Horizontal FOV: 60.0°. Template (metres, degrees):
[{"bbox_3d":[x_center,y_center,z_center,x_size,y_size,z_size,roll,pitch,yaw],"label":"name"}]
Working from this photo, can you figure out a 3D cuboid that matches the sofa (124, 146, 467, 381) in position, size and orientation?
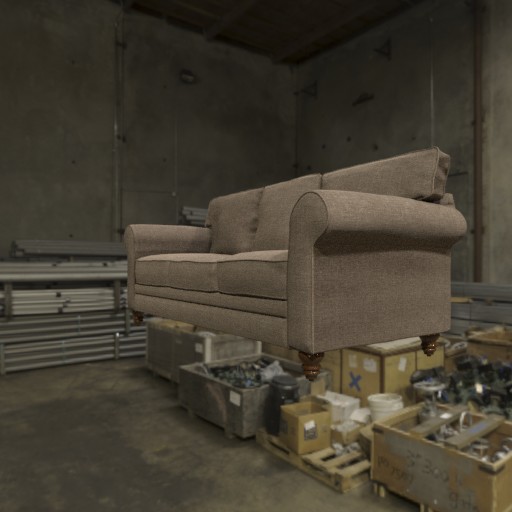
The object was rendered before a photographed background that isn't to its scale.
[{"bbox_3d":[0.000,0.000,2.599,0.916,0.961,2.084,1,-1,-36],"label":"sofa"}]
